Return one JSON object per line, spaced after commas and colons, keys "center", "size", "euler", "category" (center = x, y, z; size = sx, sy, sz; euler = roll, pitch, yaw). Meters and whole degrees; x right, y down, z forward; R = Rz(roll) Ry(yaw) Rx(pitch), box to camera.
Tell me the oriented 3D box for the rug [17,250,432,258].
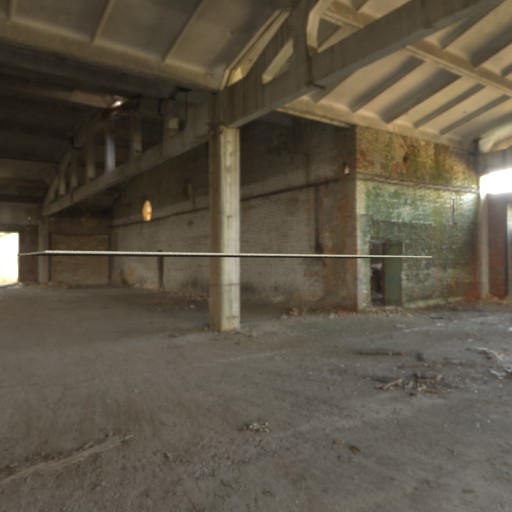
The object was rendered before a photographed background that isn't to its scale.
{"center": [0.000, 0.000, 2.642], "size": [2.435, 0.009, 0.750], "euler": [1, -1, -35], "category": "rug"}
